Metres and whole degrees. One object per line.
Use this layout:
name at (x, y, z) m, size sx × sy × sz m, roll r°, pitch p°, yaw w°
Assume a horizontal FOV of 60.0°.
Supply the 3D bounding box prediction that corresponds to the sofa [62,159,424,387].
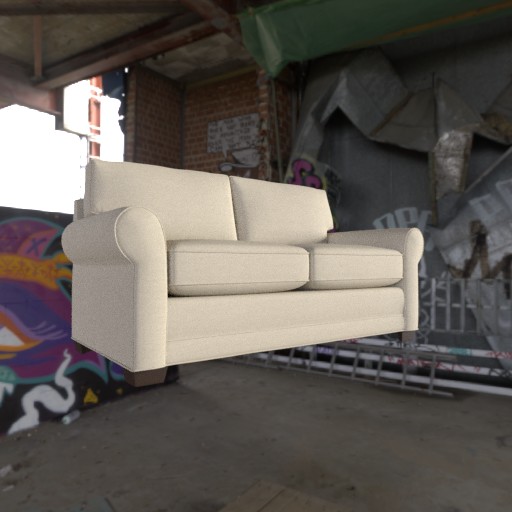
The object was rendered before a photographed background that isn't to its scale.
sofa at (0.000, 0.000, 2.320) m, size 1.774 × 0.933 × 0.861 m, roll 1°, pitch -1°, yaw -36°
